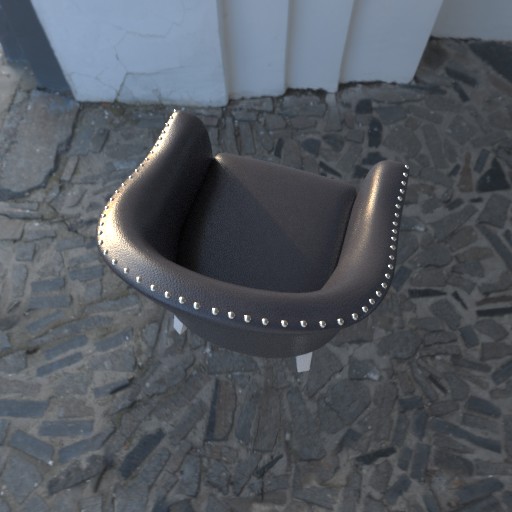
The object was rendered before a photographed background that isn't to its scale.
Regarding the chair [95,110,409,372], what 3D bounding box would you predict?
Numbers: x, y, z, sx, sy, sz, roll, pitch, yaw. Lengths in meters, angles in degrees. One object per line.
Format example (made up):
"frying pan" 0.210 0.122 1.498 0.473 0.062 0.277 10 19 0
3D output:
"chair" 0.000 0.000 1.462 0.794 0.823 0.748 16 64 8
